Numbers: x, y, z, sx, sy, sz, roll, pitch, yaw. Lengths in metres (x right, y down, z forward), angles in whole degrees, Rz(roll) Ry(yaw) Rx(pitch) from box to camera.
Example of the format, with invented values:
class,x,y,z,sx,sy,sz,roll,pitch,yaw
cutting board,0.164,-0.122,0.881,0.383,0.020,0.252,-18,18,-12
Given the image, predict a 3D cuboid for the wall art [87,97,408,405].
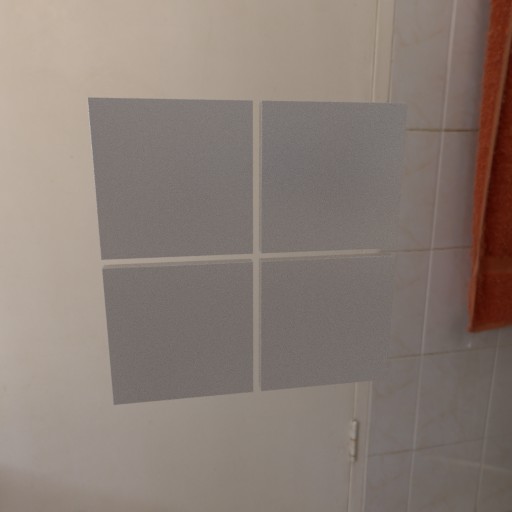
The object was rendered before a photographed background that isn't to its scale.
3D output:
class,x,y,z,sx,sy,sz,roll,pitch,yaw
wall art,0.000,0.000,0.922,0.611,0.611,0.029,-2,14,-10
